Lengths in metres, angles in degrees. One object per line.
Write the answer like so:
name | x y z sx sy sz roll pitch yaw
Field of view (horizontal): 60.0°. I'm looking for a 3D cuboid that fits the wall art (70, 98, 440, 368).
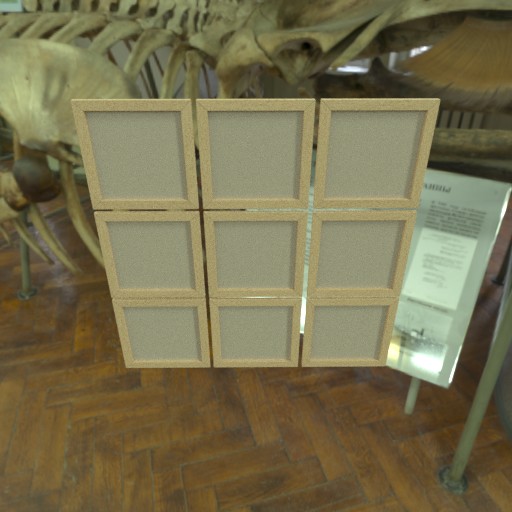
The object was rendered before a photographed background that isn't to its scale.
wall art | 0.000 0.000 1.775 1.217 1.207 0.016 0 31 0
